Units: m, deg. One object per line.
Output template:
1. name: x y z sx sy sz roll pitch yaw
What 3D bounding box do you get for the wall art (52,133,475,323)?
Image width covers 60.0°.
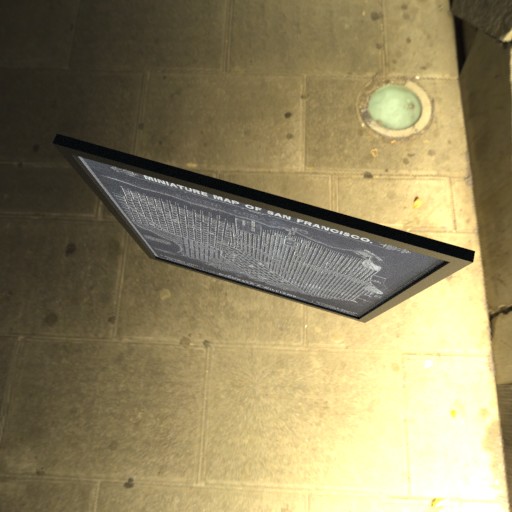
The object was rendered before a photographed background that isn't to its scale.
1. wall art: 0.000 0.000 1.204 0.807 0.807 0.022 16 75 5
